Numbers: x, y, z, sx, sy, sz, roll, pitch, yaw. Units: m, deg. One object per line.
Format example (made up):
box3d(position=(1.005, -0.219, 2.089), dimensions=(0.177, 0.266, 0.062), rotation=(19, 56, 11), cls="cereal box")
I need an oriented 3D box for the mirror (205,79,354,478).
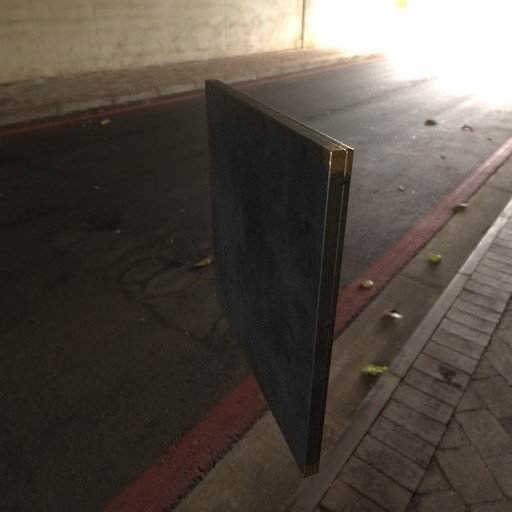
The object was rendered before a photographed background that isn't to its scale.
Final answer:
box3d(position=(0.000, 0.000, 0.575), dimensions=(0.020, 0.381, 0.382), rotation=(-10, 31, -17), cls="mirror")
